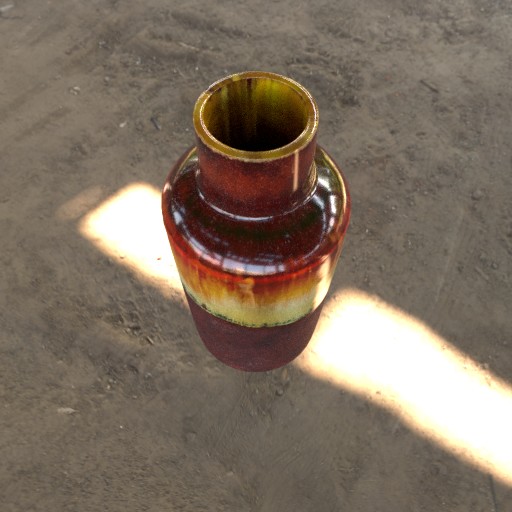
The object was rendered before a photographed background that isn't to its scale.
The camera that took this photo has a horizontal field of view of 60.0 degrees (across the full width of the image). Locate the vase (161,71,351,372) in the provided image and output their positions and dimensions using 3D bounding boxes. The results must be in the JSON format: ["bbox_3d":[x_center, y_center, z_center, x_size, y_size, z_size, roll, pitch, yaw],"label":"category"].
[{"bbox_3d":[0.000,0.000,0.314,0.111,0.261,0.111,0,60,0],"label":"vase"}]
